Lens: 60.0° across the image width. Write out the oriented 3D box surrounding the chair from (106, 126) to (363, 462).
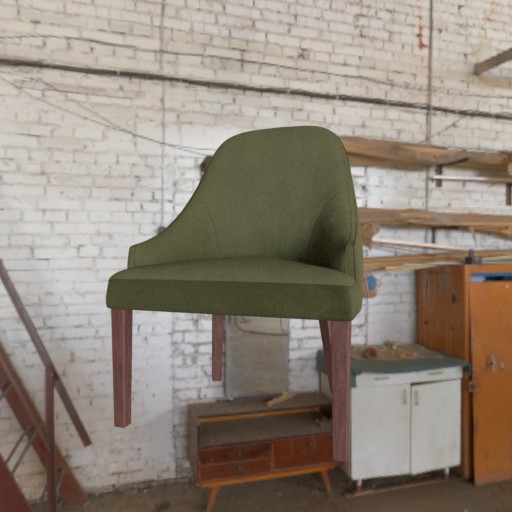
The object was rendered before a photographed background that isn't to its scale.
[{"bbox_3d":[0.000,0.000,1.311,0.643,0.889,0.575,0,1,19],"label":"chair"}]
